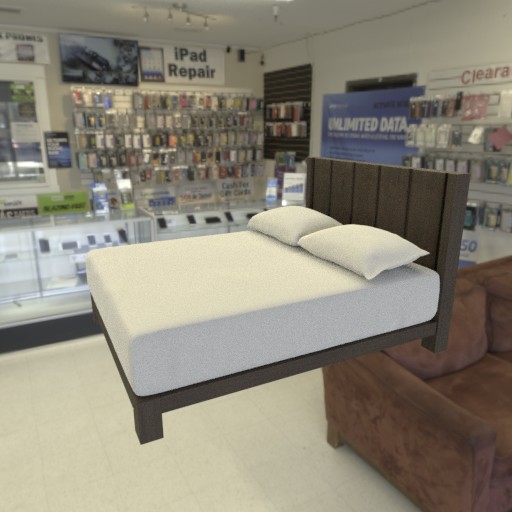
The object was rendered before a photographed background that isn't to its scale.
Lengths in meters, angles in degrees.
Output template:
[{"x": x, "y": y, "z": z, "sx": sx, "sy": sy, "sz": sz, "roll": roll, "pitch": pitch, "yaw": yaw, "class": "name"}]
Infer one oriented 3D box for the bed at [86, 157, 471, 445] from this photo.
[{"x": 0.000, "y": 0.000, "z": 3.298, "sx": 2.242, "sy": 1.270, "sz": 1.727, "roll": -8, "pitch": 18, "yaw": -26, "class": "bed"}]
